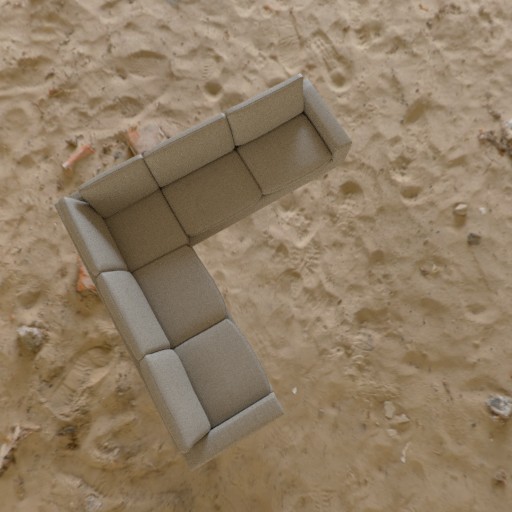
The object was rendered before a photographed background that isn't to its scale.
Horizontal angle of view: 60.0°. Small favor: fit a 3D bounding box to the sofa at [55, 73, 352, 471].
[{"bbox_3d":[0.000,0.000,4.093,2.742,0.800,2.622,-30,78,-7],"label":"sofa"}]
